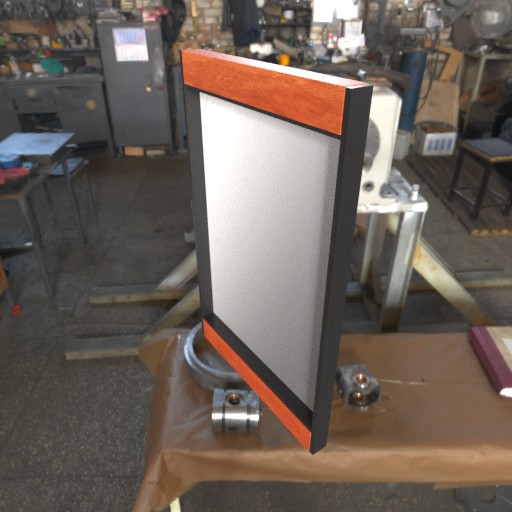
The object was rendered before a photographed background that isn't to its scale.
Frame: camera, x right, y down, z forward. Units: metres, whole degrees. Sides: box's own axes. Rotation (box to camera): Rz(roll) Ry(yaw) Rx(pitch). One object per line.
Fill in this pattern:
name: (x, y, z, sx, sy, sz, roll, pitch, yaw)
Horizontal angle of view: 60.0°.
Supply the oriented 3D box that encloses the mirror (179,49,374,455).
mirror: (0.000, 0.000, 1.023, 0.047, 0.823, 0.525, -20, 37, -30)
